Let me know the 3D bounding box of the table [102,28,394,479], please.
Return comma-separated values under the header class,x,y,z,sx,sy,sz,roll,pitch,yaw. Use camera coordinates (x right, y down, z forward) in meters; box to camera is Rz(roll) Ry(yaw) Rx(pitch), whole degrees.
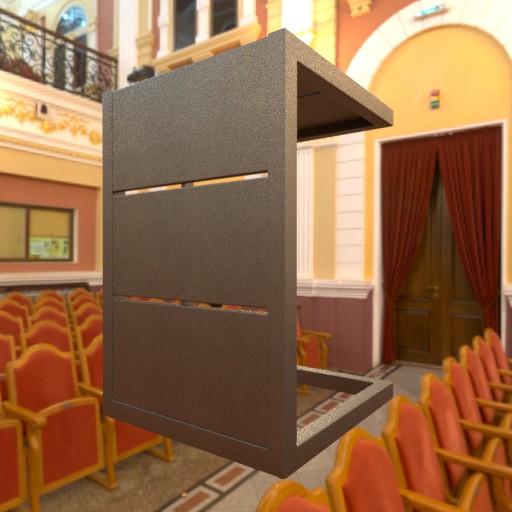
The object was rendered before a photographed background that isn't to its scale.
class,x,y,z,sx,sy,sz,roll,pitch,yaw
table,0.000,0.000,0.877,0.405,0.609,0.420,0,0,36
